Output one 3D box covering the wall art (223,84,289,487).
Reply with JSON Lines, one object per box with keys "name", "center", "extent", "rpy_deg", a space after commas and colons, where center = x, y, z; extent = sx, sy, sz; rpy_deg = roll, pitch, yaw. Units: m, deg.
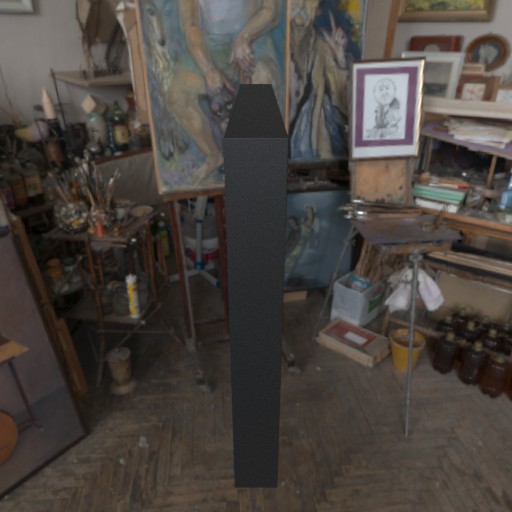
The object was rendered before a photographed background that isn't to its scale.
{"name": "wall art", "center": [0.000, 0.000, 0.457], "extent": [0.038, 0.304, 0.304], "rpy_deg": [0, 27, 0]}
